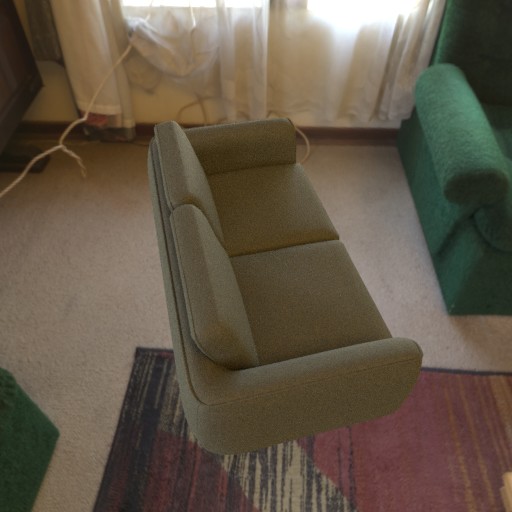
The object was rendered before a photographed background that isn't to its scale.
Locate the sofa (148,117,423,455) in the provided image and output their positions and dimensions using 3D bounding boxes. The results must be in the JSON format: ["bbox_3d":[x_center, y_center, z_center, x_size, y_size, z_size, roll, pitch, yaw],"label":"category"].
[{"bbox_3d":[0.000,0.000,2.196,0.920,0.850,1.700,-11,49,-9],"label":"sofa"}]
